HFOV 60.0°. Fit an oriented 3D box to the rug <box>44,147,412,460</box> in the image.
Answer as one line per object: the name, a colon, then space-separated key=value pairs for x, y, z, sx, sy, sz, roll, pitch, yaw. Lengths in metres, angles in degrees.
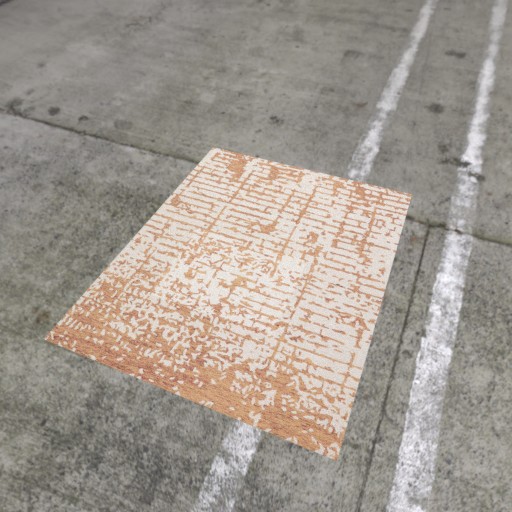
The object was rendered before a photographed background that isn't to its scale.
rug: x=0.000 y=0.000 z=4.228 sx=2.441 sy=0.011 sz=3.050 roll=17 pitch=48 yaw=16
